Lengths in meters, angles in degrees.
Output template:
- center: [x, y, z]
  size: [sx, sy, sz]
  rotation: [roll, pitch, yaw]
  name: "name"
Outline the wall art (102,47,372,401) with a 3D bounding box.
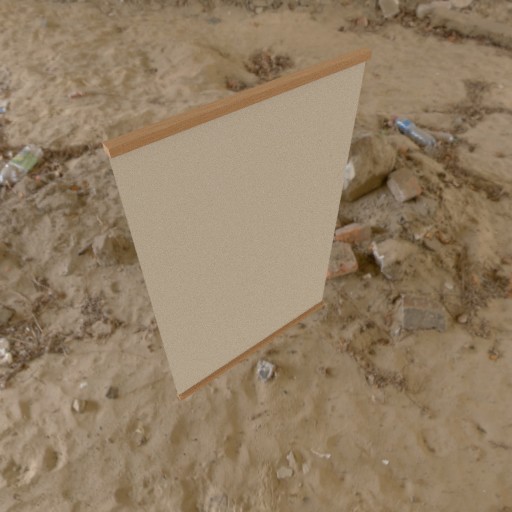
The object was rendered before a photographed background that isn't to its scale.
- center: [0.000, 0.000, 1.920]
  size: [0.991, 1.510, 0.040]
  rotation: [-29, 54, -24]
  name: "wall art"
